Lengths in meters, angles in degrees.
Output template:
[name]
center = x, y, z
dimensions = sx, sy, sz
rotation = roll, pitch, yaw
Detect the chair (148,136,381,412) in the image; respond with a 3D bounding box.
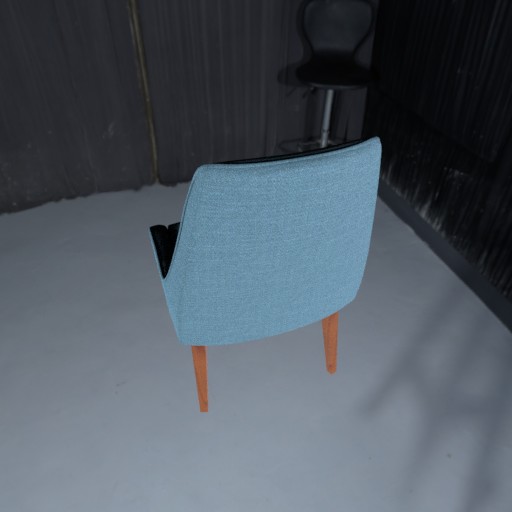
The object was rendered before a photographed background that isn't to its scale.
[chair]
center = 0.000, 0.000, 1.231
dimensions = 0.529, 0.861, 0.544
rotation = -12, 42, -14
